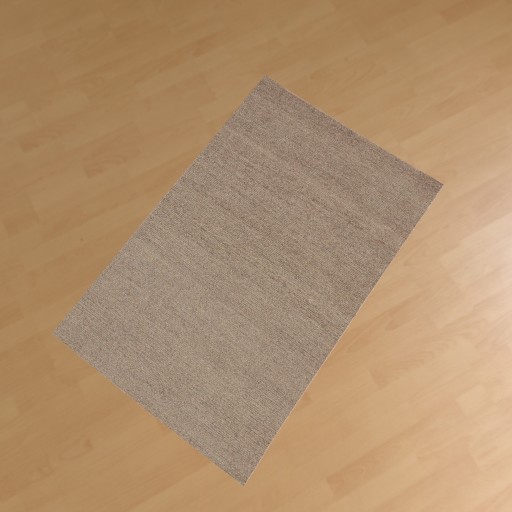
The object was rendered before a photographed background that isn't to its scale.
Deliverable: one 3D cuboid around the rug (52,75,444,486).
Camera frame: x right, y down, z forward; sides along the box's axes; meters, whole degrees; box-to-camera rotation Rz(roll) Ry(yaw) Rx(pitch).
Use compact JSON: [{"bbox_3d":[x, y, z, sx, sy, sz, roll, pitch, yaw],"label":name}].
[{"bbox_3d":[0.000,0.000,2.235,1.154,0.021,1.792,35,78,8],"label":"rug"}]
